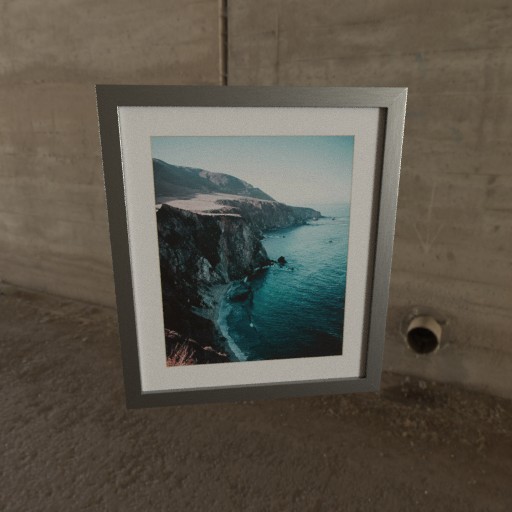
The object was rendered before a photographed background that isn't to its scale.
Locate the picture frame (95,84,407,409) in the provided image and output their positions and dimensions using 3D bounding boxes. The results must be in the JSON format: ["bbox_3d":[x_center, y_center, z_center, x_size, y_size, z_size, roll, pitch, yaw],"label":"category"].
[{"bbox_3d":[0.000,0.000,1.355,0.839,0.968,0.073,-2,17,-7],"label":"picture frame"}]
